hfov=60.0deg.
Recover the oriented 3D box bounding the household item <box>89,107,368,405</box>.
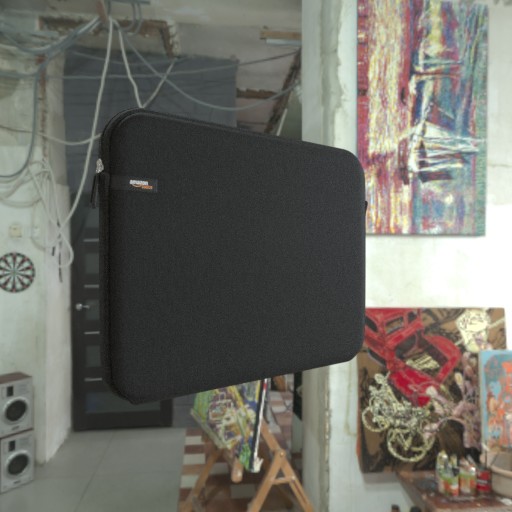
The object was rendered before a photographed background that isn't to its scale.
[{"bbox_3d":[0.000,0.000,0.544,0.396,0.305,0.030,0,0,-36],"label":"household item"}]
